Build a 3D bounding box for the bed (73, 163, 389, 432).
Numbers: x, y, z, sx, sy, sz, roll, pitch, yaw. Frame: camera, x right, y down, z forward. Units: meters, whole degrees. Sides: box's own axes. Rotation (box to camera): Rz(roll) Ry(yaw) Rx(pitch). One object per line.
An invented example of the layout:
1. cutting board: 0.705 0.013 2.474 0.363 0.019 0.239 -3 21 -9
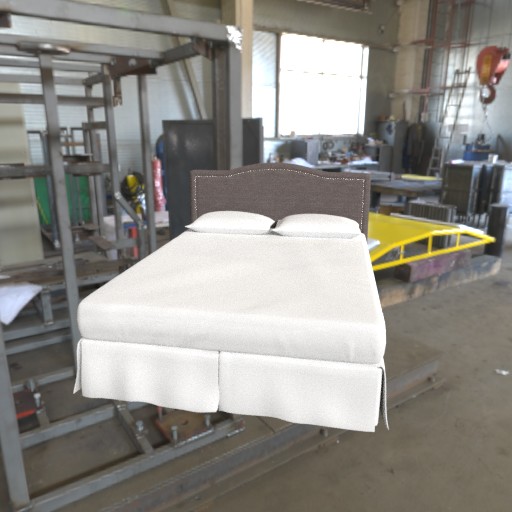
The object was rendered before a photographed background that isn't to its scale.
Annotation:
1. bed: 0.000 0.000 3.972 2.161 1.457 2.689 3 16 10
